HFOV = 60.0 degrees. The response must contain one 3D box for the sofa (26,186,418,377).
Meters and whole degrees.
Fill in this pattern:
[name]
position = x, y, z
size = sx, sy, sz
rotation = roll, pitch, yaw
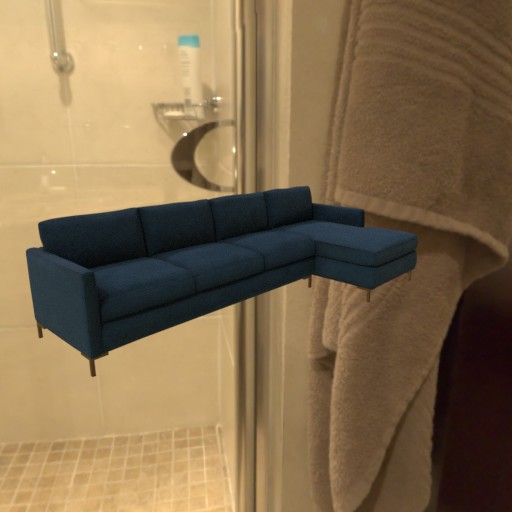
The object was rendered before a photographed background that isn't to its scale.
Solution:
[sofa]
position = 0.000, 0.000, 3.435
size = 1.350, 0.810, 2.932
rotation = 14, 21, 42
